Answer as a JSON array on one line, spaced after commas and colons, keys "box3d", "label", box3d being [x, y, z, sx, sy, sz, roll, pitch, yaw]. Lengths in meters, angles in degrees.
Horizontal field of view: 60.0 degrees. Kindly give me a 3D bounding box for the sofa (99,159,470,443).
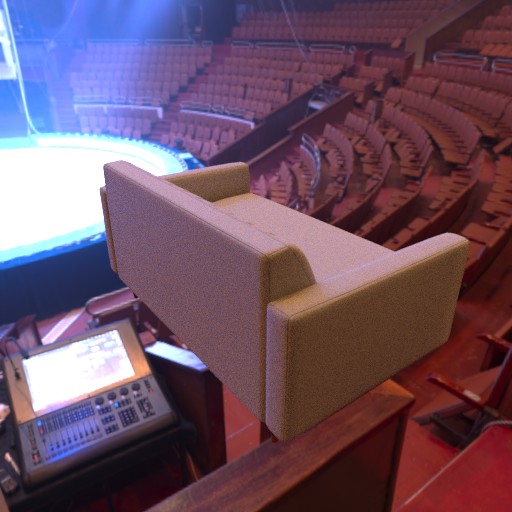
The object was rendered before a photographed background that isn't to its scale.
[{"box3d": [0.000, 0.000, 2.150, 0.950, 0.801, 1.585, -18, 31, -33], "label": "sofa"}]
